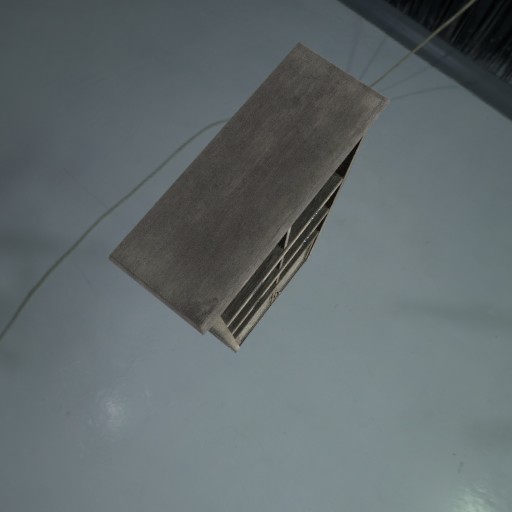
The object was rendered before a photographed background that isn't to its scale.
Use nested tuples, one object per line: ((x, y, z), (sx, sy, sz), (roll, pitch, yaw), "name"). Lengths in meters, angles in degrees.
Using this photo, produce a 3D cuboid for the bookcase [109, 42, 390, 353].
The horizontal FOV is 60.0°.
((0.000, 0.000, 2.199), (0.348, 1.880, 0.906), (37, 78, 9), "bookcase")
